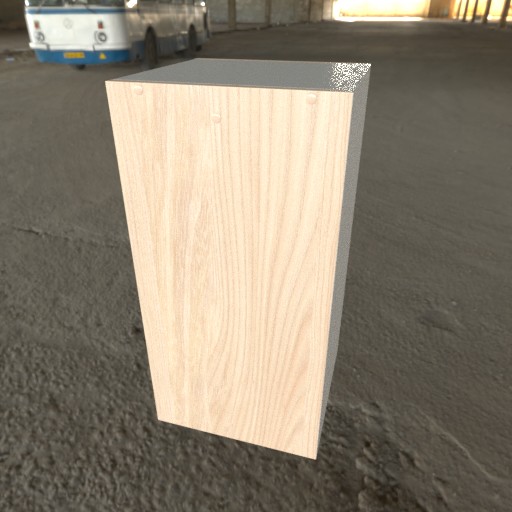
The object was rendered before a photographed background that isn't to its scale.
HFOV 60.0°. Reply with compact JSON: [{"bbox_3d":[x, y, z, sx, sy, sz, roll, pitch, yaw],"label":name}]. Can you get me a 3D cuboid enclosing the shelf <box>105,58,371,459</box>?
[{"bbox_3d":[0.000,0.000,0.766,0.297,0.594,0.290,8,30,14],"label":"shelf"}]
